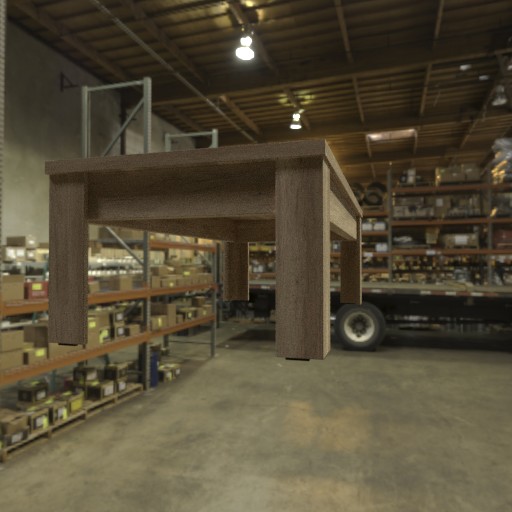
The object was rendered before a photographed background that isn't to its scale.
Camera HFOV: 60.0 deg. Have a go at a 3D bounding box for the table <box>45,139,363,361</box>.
[{"bbox_3d":[0.000,0.000,1.652,0.700,0.460,1.350,0,-1,17],"label":"table"}]
